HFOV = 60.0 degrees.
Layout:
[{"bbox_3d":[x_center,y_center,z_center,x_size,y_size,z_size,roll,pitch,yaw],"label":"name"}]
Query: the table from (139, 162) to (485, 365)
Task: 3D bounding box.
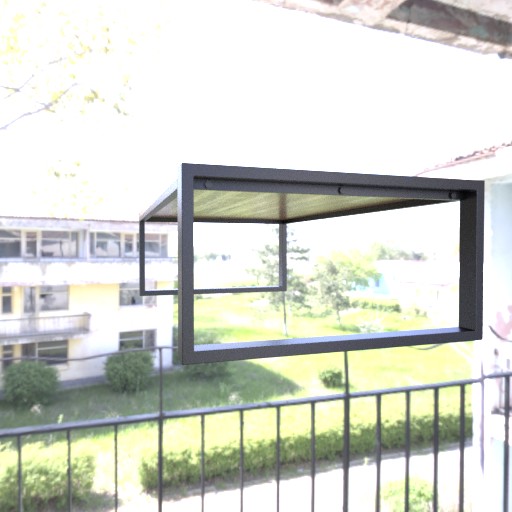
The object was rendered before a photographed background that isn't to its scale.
[{"bbox_3d":[0.000,0.000,1.627,0.750,0.400,1.350,0,1,-18],"label":"table"}]
